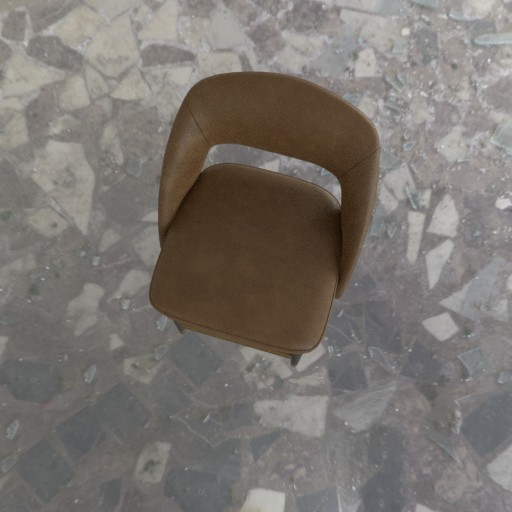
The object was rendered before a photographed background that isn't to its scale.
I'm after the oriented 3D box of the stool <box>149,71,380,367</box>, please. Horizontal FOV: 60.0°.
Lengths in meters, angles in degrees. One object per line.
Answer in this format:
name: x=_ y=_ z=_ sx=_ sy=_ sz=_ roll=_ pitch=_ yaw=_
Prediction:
stool: x=0.000 y=0.000 z=1.249 sx=0.494 sy=0.940 sz=0.509 roll=15 pitch=77 yaw=4
